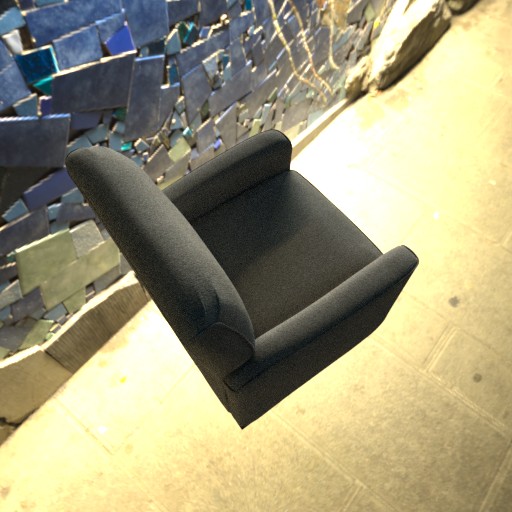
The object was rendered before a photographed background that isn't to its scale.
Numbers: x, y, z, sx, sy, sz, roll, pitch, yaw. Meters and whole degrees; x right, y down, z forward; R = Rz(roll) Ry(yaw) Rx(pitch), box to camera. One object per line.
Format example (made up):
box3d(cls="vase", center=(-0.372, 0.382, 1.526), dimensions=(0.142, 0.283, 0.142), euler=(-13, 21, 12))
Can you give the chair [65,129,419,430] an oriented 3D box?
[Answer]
box3d(cls="chair", center=(0.000, 0.000, 1.612), dimensions=(0.858, 1.028, 0.841), euler=(-32, 63, -18))
